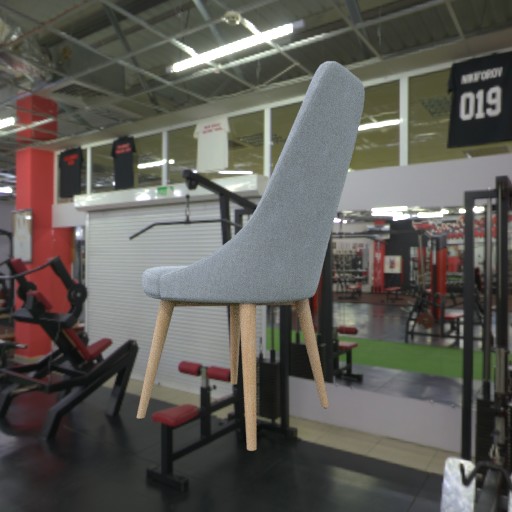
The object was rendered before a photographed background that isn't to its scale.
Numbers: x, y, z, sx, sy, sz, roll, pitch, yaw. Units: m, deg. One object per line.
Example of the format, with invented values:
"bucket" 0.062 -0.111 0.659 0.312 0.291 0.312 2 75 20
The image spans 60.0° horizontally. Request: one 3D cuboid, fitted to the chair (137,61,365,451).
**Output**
"chair" 0.000 0.000 1.432 0.660 1.040 0.510 0 0 37
